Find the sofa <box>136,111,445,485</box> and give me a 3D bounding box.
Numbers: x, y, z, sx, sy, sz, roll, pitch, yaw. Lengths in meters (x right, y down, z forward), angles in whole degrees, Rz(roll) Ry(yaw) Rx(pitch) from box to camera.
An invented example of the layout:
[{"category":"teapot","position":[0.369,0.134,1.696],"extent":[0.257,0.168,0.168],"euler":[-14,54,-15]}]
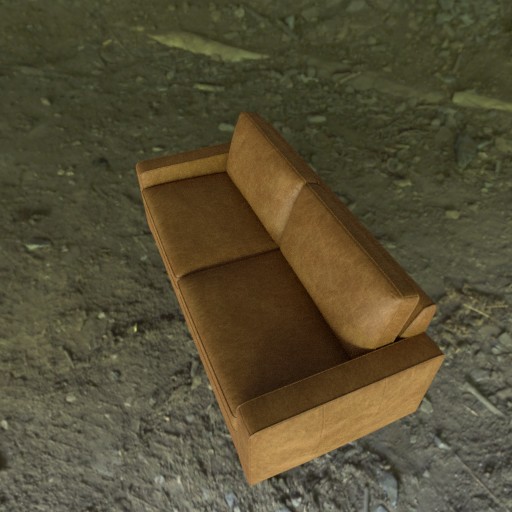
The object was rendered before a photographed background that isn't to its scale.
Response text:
[{"category":"sofa","position":[0.000,0.000,2.643],"extent":[0.991,0.928,2.156],"euler":[-17,47,-16]}]
